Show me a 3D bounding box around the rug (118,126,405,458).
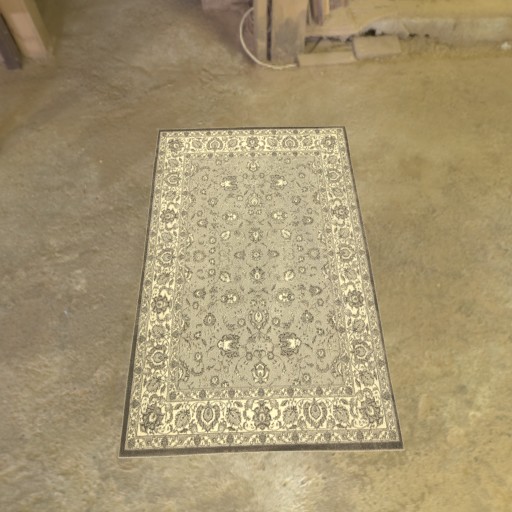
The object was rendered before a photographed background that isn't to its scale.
[{"bbox_3d":[0.000,0.000,2.966,1.524,0.011,2.438,-1,59,-1],"label":"rug"}]
